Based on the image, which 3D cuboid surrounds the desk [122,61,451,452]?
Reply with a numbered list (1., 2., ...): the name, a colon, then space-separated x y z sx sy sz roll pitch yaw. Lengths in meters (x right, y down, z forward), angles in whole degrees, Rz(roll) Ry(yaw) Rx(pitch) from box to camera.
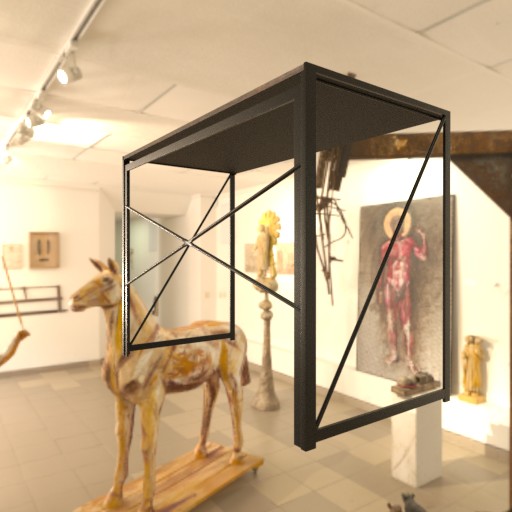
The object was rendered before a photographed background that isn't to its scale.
1. desk: 0.000 0.000 1.407 0.505 0.747 1.015 0 0 -36
